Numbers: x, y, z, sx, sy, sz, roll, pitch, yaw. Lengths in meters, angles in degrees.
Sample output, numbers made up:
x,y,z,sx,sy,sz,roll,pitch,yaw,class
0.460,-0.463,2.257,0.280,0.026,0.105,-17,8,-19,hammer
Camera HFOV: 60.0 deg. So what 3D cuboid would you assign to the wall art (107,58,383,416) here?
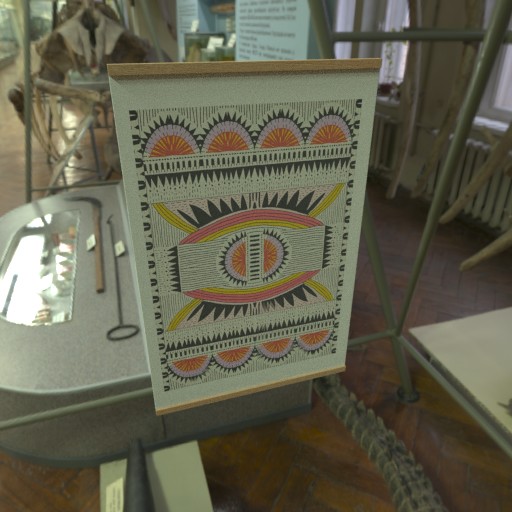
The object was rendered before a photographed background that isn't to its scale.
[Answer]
x,y,z,sx,sy,sz,roll,pitch,yaw,class
0.000,0.000,1.901,0.999,1.533,0.028,-9,28,-16,wall art
